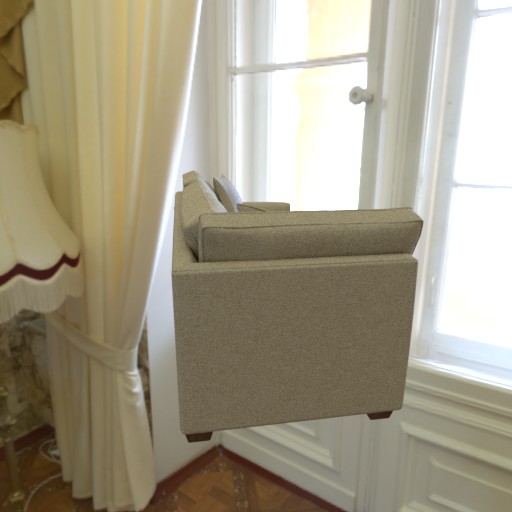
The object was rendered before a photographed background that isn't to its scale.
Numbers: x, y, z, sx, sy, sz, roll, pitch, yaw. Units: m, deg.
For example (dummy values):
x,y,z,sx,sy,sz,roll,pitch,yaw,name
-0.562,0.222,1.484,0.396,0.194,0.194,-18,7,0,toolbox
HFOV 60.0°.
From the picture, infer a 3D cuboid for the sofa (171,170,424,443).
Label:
x,y,z,sx,sy,sz,roll,pitch,yaw,name
0.000,0.000,2.870,1.053,0.948,2.323,-3,16,-9,sofa
